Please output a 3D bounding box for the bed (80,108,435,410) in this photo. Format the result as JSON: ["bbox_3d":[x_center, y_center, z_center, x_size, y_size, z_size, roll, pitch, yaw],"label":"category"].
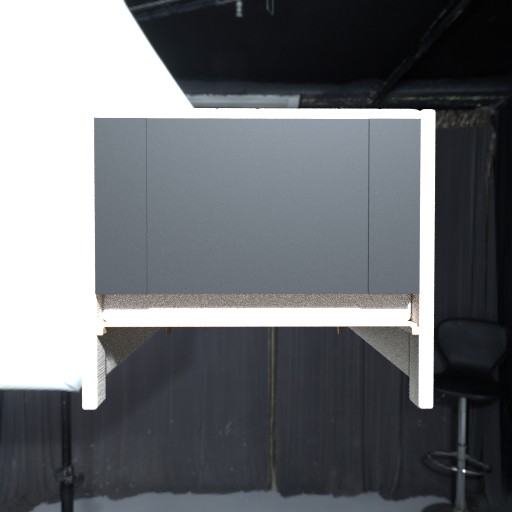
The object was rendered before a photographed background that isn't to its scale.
[{"bbox_3d":[0.000,0.000,3.709,2.045,1.743,2.370,0,1,-1],"label":"bed"}]
